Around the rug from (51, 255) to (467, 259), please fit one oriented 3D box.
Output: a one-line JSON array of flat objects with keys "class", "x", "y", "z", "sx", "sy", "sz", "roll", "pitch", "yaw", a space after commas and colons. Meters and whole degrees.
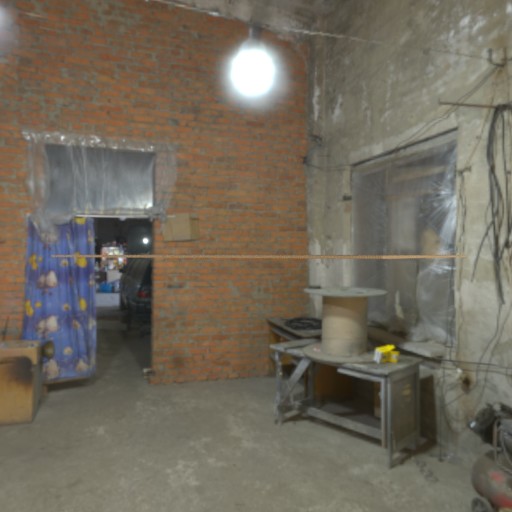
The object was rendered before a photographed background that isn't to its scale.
[{"class": "rug", "x": 0.000, "y": 0.000, "z": 2.909, "sx": 2.290, "sy": 0.014, "sz": 1.526, "roll": 0, "pitch": 0, "yaw": 36}]
